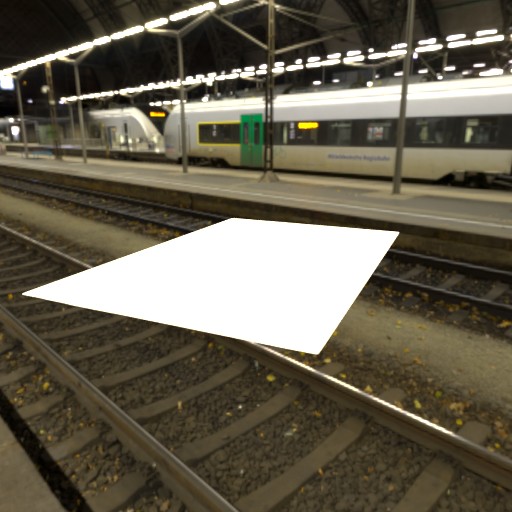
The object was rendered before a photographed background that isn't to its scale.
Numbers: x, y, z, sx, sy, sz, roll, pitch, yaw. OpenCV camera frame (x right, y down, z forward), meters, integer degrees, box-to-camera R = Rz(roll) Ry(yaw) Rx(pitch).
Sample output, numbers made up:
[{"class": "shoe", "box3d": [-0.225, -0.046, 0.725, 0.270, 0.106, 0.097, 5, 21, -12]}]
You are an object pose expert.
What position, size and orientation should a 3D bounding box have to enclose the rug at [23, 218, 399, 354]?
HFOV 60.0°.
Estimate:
[{"class": "rug", "box3d": [0.000, 0.000, 2.347, 1.234, 0.006, 1.850, 7, 17, 23]}]
